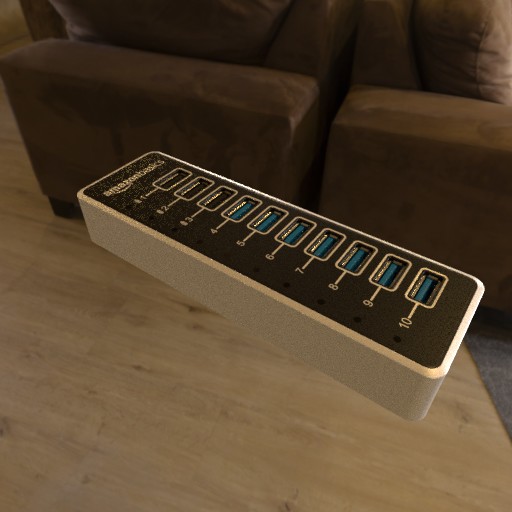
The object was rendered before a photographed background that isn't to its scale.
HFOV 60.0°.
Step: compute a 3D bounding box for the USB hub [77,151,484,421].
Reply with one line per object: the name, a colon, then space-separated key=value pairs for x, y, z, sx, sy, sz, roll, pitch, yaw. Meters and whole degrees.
USB hub: x=0.000 y=0.000 z=0.162 sx=0.145 sy=0.023 sz=0.044 roll=25 pitch=48 yaw=26
